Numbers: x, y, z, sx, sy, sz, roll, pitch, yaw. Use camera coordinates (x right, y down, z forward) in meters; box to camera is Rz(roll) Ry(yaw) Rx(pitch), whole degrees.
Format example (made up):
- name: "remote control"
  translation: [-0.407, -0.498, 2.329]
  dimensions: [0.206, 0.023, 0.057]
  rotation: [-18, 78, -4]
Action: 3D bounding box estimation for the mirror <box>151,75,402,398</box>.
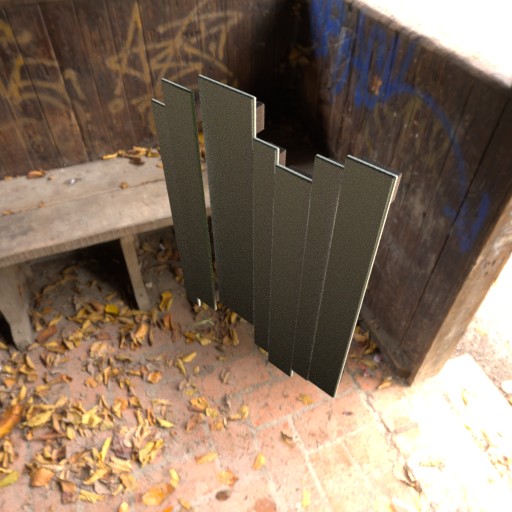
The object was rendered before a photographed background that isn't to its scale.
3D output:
- name: "mirror"
  translation: [0.000, 0.000, 0.813]
  dimensions: [0.445, 0.611, 0.058]
  rotation: [31, 54, 26]
